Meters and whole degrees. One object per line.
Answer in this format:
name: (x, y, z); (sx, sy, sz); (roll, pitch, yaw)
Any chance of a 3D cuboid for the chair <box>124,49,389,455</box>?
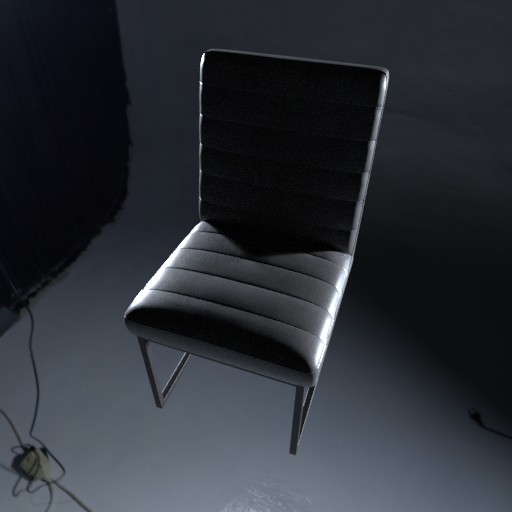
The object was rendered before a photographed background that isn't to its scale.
chair: (0.000, 0.000, 1.269); (0.520, 0.930, 0.634); (13, 43, 15)
